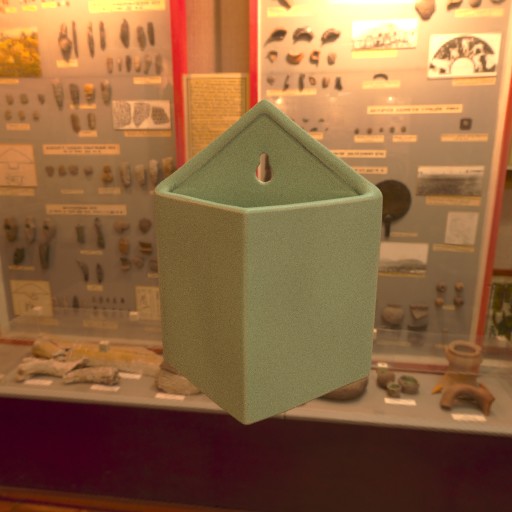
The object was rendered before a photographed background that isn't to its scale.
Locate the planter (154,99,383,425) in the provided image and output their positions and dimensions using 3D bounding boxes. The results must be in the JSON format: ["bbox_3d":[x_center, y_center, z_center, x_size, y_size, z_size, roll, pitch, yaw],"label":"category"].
[{"bbox_3d":[0.000,0.000,0.287,0.164,0.197,0.079,2,15,9],"label":"planter"}]
